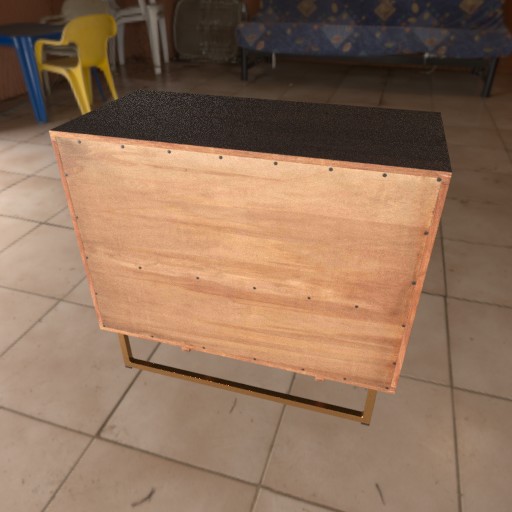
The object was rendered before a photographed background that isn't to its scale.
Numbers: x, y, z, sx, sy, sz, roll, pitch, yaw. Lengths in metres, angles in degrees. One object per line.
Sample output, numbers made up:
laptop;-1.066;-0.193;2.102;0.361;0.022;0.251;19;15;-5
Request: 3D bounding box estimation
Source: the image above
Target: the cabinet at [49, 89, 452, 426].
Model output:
cabinet;0.000;0.000;1.414;0.950;0.860;0.451;9;34;14
